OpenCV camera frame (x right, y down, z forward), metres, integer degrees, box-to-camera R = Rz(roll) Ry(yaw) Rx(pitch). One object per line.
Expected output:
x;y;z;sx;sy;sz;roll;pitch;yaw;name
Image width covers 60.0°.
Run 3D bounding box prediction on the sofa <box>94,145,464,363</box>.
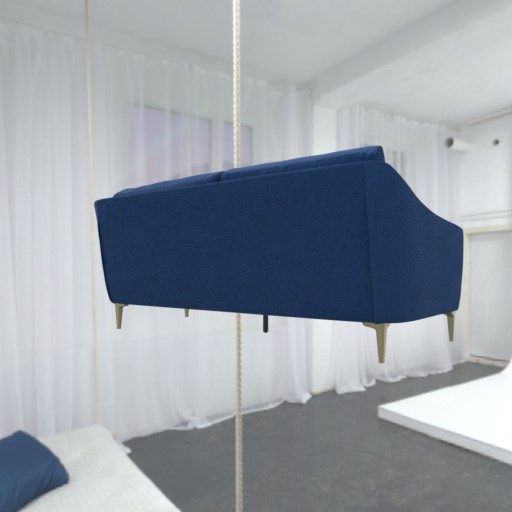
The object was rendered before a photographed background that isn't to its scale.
0.000;0.000;2.543;2.036;0.903;0.960;-1;-2;36;sofa
